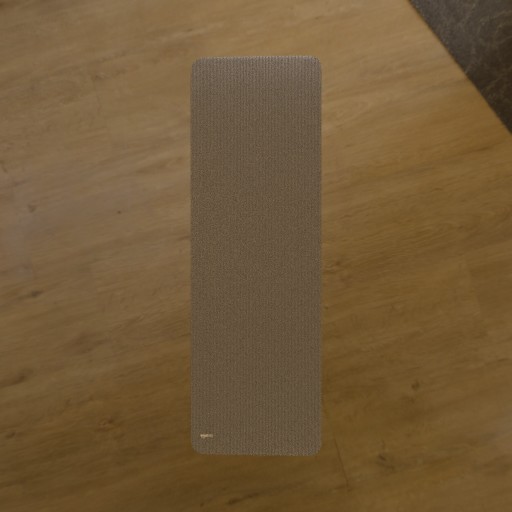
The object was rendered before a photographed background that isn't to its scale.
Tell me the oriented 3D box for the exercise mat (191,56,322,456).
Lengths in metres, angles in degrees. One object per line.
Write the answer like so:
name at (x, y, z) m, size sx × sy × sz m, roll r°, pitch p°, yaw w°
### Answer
exercise mat at (0.000, 0.000, 2.093) m, size 0.616 × 0.021 × 1.884 m, roll 0°, pitch 90°, yaw 1°
